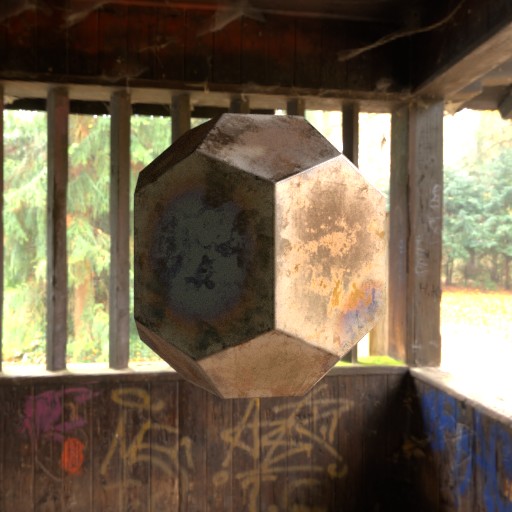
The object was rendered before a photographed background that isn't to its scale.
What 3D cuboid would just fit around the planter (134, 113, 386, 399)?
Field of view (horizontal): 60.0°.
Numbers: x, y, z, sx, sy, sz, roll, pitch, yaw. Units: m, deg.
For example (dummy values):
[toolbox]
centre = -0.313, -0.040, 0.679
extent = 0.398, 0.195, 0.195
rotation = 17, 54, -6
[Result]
[planter]
centre = 0.000, 0.000, 0.429
extent = 0.243, 0.238, 0.221
rotation = 0, 0, -36
